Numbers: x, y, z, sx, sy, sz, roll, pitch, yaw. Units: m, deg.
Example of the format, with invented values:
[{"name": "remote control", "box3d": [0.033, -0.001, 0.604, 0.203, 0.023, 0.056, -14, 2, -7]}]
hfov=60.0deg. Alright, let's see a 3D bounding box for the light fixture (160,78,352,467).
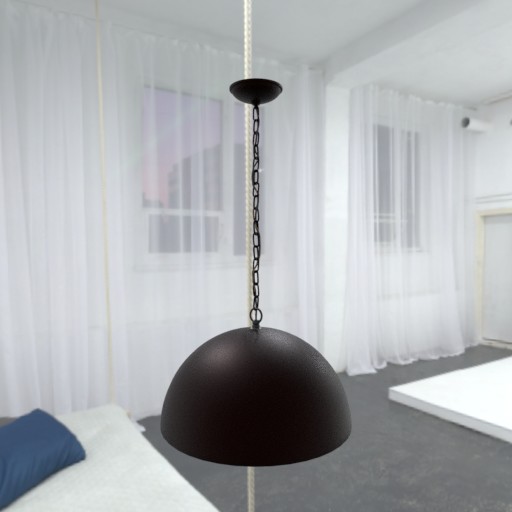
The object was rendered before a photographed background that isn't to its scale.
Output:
[{"name": "light fixture", "box3d": [0.000, 0.000, 1.157, 0.492, 0.869, 0.492, 1, 1, 37]}]
